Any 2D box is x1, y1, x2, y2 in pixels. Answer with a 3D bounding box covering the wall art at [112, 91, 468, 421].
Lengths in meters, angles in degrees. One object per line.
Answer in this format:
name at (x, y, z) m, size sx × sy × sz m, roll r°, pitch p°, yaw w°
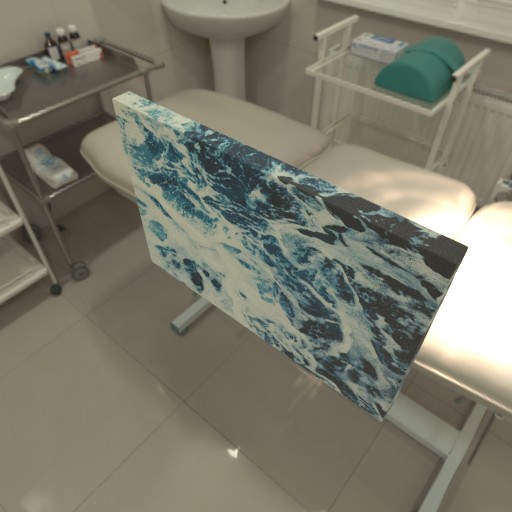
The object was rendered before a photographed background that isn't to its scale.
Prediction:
wall art at (0.000, 0.000, 0.780) m, size 0.609 × 0.407 × 0.043 m, roll 31°, pitch 53°, yaw 26°
